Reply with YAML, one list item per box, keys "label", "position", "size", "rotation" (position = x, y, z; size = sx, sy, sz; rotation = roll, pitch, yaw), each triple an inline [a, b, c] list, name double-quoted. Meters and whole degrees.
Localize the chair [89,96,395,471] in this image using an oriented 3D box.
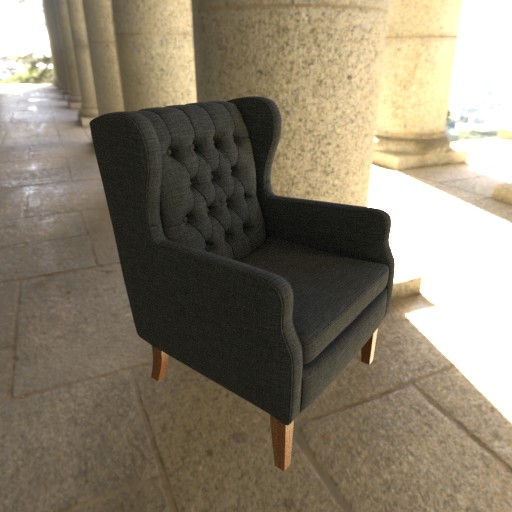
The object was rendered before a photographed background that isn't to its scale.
- label: "chair"
  position: [0.000, 0.000, 1.491]
  size: [0.775, 0.953, 0.711]
  rotation: [17, 30, 33]
